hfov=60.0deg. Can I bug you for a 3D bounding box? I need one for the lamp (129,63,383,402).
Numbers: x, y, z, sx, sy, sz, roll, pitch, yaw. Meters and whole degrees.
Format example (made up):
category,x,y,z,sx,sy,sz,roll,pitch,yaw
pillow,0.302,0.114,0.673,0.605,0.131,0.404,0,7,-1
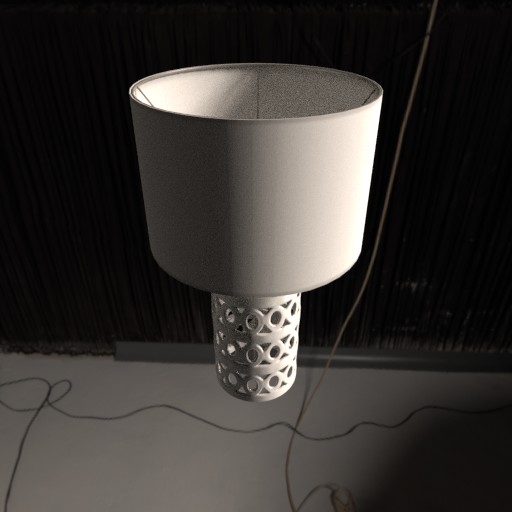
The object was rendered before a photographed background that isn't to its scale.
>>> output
category,x,y,z,sx,sy,sz,roll,pitch,yaw
lamp,0.000,0.000,0.684,0.310,0.502,0.310,0,33,0
